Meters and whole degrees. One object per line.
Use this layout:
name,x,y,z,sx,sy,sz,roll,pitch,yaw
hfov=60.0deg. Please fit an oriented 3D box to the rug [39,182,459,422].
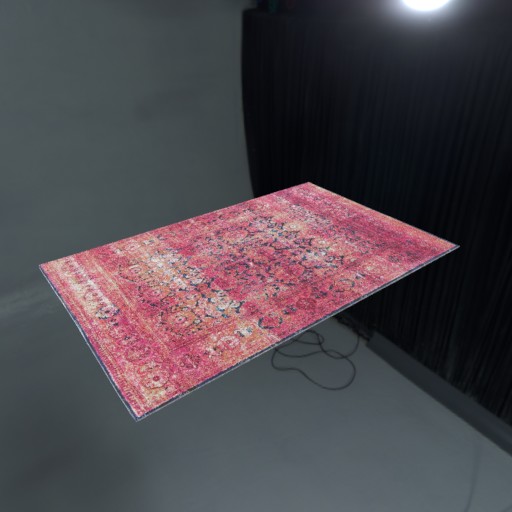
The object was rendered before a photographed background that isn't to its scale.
rug,0.000,0.000,3.022,2.449,0.018,1.539,-21,37,-31
